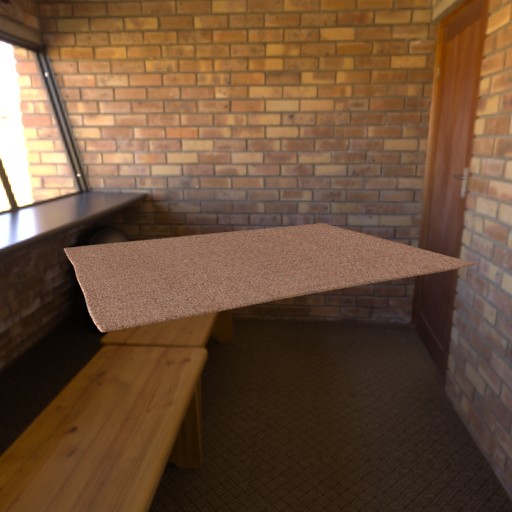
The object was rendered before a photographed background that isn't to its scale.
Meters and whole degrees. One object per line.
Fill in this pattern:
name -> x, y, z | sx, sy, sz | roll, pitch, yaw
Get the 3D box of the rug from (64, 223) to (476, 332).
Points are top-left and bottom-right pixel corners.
rug -> 0.000, 0.000, 2.808 | 2.141, 0.013, 1.566 | -7, 16, -27
